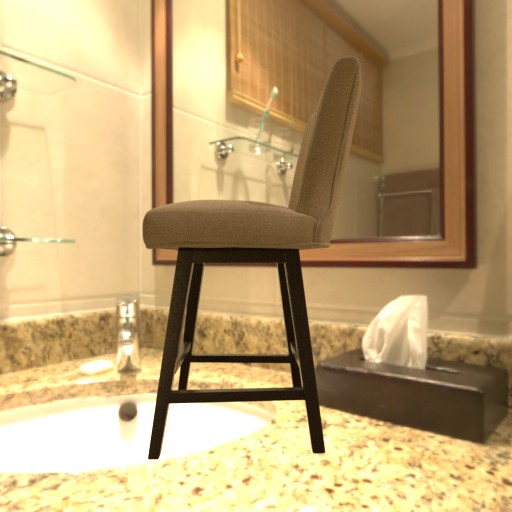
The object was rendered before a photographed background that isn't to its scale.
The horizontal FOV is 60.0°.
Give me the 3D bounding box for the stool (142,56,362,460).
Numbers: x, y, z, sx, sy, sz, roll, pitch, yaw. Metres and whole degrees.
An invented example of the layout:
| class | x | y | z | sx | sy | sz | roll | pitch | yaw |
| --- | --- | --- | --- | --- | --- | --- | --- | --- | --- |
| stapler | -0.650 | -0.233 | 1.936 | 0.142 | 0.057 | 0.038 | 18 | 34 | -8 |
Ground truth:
| class | x | y | z | sx | sy | sz | roll | pitch | yaw |
| --- | --- | --- | --- | --- | --- | --- | --- | --- | --- |
| stool | 0.000 | 0.000 | 1.335 | 0.574 | 1.000 | 0.514 | 0 | 0 | -1 |
